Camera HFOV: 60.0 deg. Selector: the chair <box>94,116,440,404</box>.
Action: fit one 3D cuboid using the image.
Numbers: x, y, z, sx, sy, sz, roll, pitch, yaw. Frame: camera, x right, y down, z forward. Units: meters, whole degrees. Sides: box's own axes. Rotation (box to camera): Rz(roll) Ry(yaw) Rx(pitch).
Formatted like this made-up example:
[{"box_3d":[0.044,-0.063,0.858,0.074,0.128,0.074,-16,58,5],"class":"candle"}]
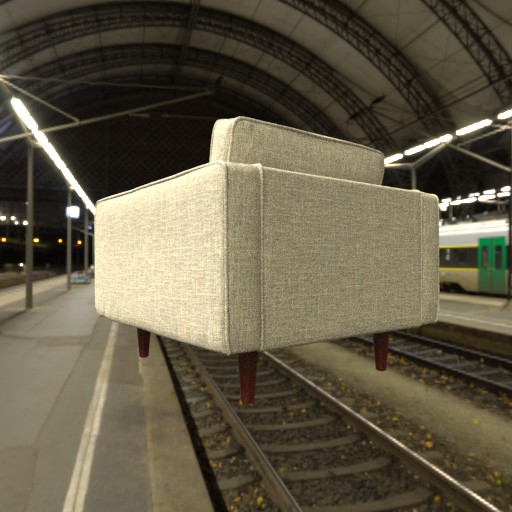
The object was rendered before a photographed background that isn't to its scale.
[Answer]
[{"box_3d":[0.000,0.000,1.580,0.889,0.765,0.914,0,-1,-37],"class":"chair"}]
